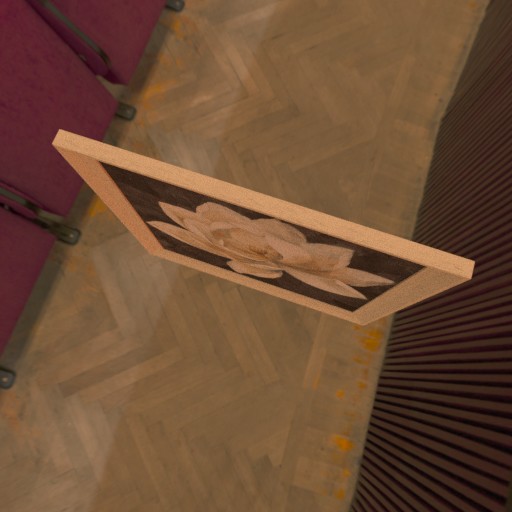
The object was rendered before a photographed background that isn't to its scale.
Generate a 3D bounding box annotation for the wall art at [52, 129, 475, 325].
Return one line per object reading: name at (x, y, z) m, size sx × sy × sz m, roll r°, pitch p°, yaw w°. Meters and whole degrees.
wall art at (0.000, 0.000, 1.514) m, size 1.016 × 1.016 × 0.045 m, roll 18°, pitch 76°, yaw 5°
